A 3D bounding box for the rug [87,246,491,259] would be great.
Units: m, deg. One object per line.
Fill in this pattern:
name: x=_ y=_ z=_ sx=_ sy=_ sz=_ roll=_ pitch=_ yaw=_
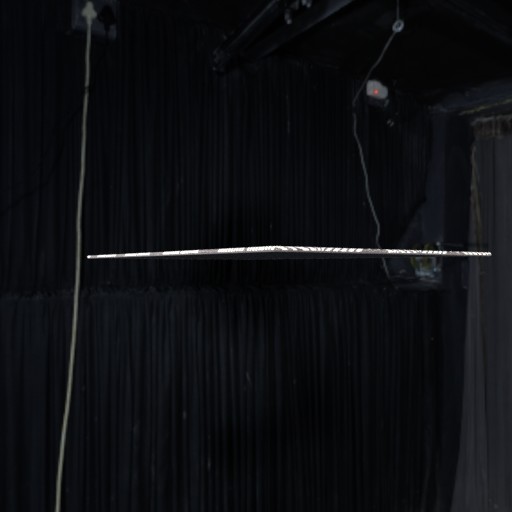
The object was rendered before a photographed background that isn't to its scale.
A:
rug: x=0.000 y=0.000 z=2.310 sx=1.210 sy=0.016 sz=1.833 roll=1 pitch=-1 yaw=-36
